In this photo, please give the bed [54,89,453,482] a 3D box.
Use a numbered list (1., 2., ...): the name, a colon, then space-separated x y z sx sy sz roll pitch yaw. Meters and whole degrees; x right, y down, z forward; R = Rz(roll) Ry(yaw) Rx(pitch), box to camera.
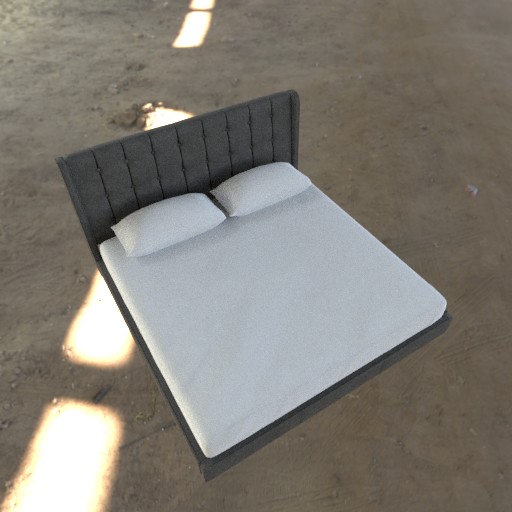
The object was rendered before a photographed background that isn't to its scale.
1. bed: 0.000 0.000 2.487 1.531 0.933 1.638 -24 51 -21
